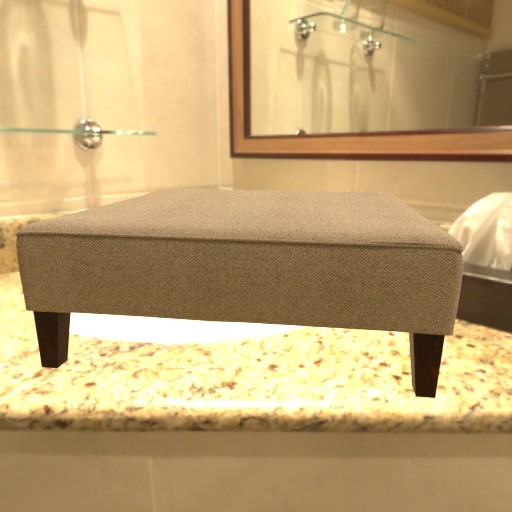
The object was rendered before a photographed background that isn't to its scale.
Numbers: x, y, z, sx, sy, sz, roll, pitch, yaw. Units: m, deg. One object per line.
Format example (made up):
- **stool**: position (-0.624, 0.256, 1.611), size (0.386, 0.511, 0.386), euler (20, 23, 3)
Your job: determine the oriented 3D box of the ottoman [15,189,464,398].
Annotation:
- **ottoman**: position (0.000, 0.000, 1.427), size (0.982, 0.381, 0.973), euler (2, 14, 8)
